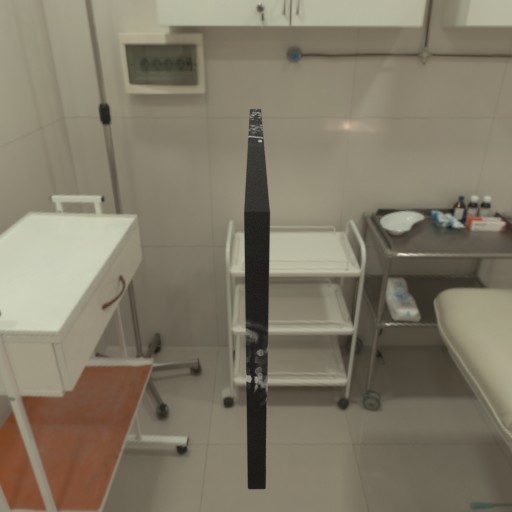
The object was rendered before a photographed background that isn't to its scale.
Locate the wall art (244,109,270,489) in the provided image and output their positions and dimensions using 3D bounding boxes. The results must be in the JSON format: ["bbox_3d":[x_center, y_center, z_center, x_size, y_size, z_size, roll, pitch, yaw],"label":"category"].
[{"bbox_3d":[0.000,0.000,1.177,0.038,0.609,0.914,0,27,0],"label":"wall art"}]
